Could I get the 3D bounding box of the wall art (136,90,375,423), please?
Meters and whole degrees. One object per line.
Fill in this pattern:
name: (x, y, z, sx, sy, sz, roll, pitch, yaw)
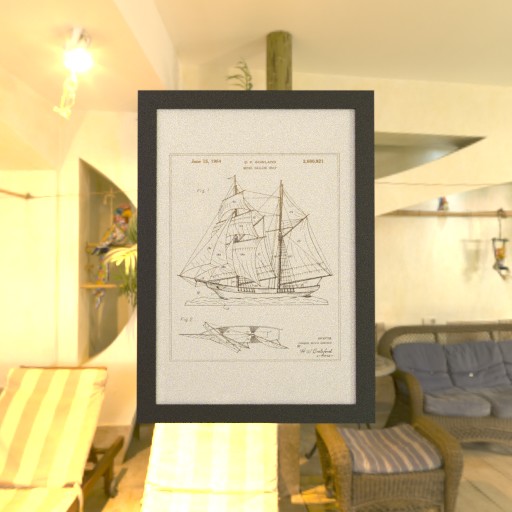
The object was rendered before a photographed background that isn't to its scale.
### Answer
wall art: (0.000, 0.000, 0.715, 0.381, 0.534, 0.013, 0, -1, 0)
